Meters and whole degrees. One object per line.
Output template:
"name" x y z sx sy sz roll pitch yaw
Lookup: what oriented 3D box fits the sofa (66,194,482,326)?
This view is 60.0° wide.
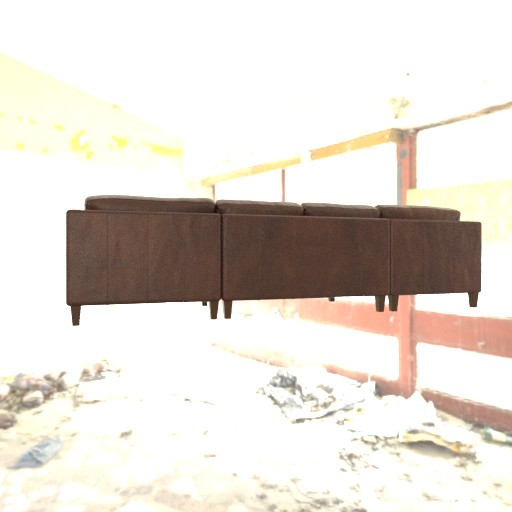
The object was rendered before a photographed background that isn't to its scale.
"sofa" 0.000 0.000 4.471 3.324 0.891 2.452 0 0 -18
